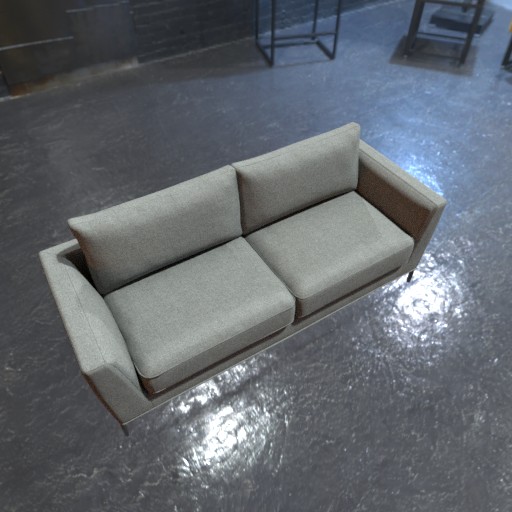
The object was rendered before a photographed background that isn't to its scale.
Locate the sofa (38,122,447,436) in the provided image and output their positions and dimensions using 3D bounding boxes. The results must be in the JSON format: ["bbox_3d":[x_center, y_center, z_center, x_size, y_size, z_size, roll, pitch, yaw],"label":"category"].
[{"bbox_3d":[0.000,0.000,2.675,2.212,1.002,0.869,-24,51,-21],"label":"sofa"}]
